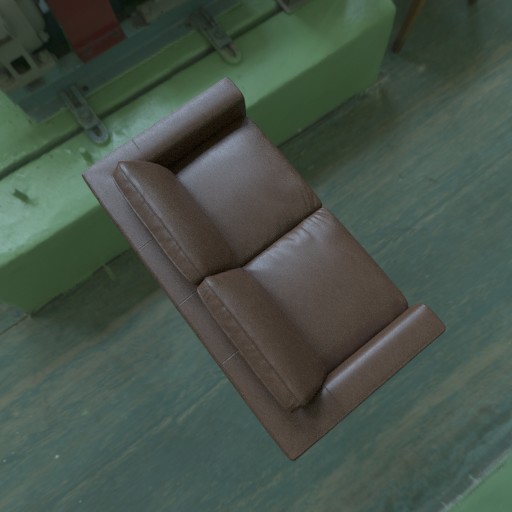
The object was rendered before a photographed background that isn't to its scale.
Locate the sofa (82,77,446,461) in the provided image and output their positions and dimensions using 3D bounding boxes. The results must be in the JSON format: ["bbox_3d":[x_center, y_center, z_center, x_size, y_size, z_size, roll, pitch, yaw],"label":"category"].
[{"bbox_3d":[0.000,0.000,2.548,1.070,0.800,1.920,-37,79,-9],"label":"sofa"}]
